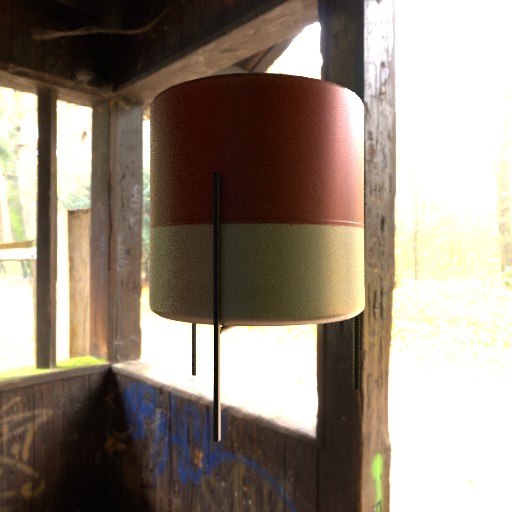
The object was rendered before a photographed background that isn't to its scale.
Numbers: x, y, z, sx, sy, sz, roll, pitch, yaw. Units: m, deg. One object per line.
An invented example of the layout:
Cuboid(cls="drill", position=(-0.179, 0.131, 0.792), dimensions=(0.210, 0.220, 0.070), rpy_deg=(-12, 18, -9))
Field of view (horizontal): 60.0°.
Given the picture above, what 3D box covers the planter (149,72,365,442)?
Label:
Cuboid(cls="planter", position=(0.000, 0.000, 0.724), dimensions=(0.345, 0.465, 0.354), rpy_deg=(0, 0, 17))
